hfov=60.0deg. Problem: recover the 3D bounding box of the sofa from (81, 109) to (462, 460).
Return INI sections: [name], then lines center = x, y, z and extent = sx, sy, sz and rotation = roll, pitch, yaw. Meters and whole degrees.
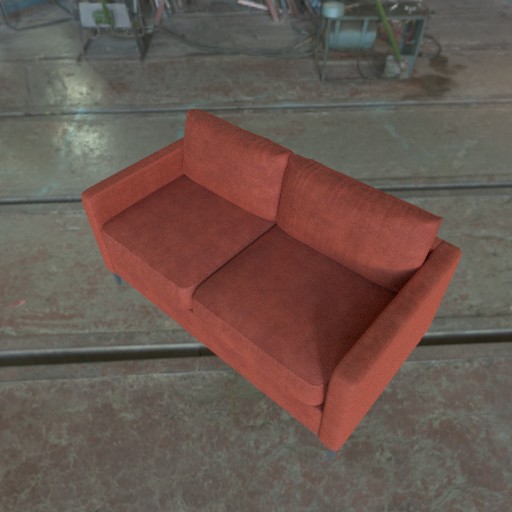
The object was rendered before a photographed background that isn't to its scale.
[sofa]
center = 0.000, 0.000, 2.138
extent = 1.574, 0.896, 0.864
rotation = 32, 54, 28
